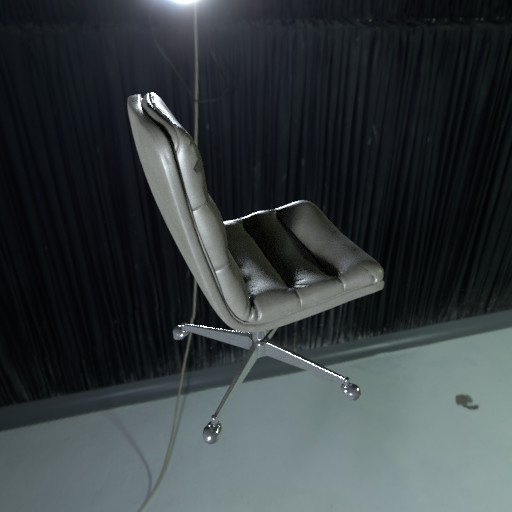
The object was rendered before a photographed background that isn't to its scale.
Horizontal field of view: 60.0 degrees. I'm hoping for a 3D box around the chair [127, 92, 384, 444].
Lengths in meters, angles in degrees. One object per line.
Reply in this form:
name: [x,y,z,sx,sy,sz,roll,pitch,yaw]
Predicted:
chair: [0.000,0.000,1.063,0.485,0.738,0.422,-11,33,-17]
